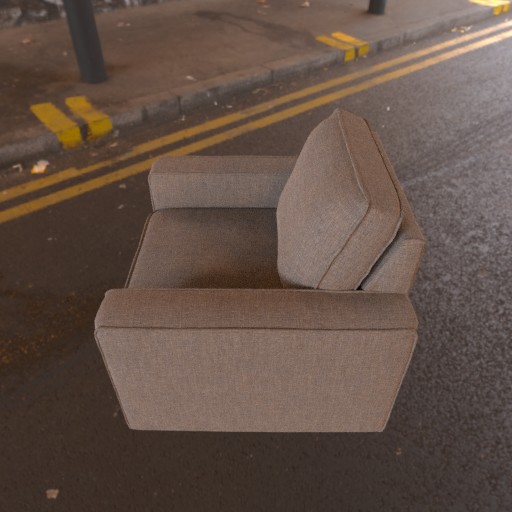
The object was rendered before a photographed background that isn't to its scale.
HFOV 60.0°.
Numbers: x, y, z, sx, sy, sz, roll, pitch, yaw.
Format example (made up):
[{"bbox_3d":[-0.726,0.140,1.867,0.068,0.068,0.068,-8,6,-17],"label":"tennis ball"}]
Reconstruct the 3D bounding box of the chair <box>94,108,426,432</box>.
[{"bbox_3d":[0.000,0.000,1.687,0.940,0.914,1.016,0,41,0],"label":"chair"}]
